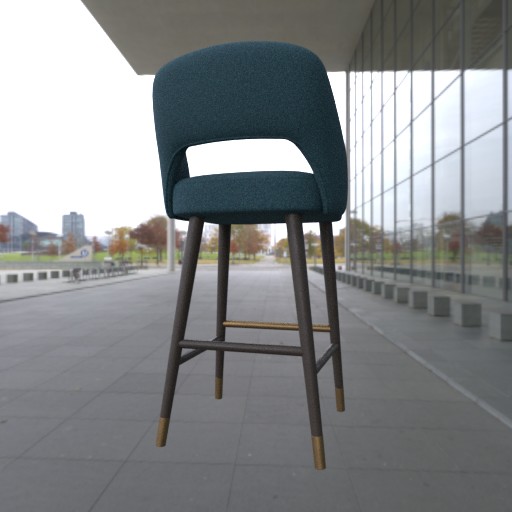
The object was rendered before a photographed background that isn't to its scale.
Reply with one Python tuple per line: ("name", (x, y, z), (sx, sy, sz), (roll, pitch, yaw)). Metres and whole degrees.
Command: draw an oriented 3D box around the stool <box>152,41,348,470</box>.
("stool", (0.000, 0.000, 1.306), (0.536, 1.032, 0.522), (0, 0, 17))
